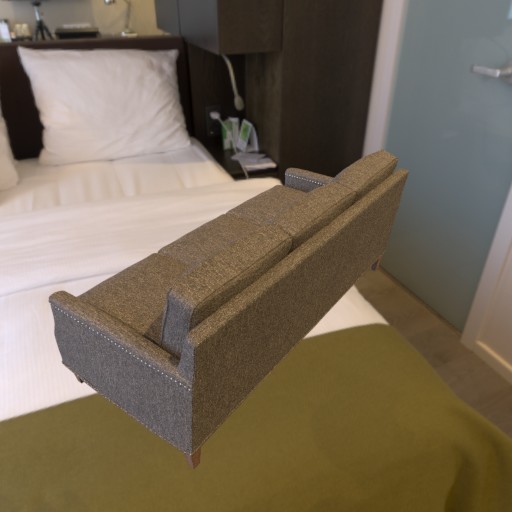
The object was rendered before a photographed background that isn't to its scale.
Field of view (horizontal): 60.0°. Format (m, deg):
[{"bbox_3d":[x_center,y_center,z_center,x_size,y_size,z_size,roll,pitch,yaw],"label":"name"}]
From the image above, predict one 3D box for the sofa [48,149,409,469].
[{"bbox_3d":[0.000,0.000,2.792,1.084,1.003,2.246,21,38,30],"label":"sofa"}]
